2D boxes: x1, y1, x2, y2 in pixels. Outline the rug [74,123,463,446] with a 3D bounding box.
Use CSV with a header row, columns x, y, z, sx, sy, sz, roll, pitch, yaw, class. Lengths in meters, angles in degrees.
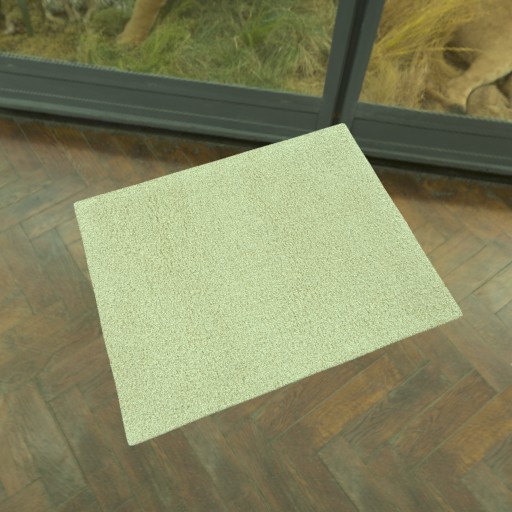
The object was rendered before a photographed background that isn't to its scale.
x,y,z,sx,sy,sz,roll,pitch,yaw,class
0.000,0.000,4.228,3.047,0.029,2.438,-19,65,-9,rug
